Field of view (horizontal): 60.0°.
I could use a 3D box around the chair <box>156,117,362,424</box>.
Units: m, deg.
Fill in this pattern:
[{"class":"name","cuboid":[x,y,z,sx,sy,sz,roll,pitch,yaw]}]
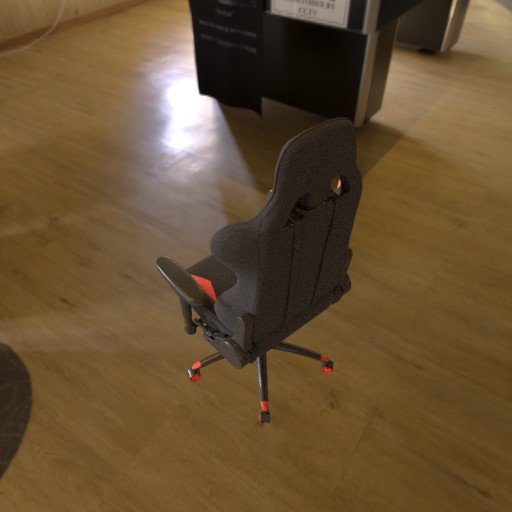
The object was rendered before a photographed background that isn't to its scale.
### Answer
[{"class":"chair","cuboid":[0.000,0.000,1.721,0.695,1.326,0.658,-30,52,-27]}]
